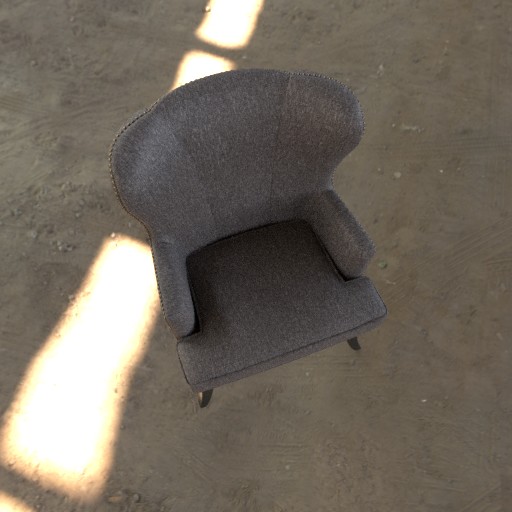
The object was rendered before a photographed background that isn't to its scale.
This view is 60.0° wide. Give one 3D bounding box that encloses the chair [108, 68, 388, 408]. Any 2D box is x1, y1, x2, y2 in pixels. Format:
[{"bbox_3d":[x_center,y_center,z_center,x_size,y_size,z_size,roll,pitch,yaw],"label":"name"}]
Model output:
[{"bbox_3d":[0.000,0.000,1.625,0.759,1.060,0.758,-18,64,-9],"label":"chair"}]
